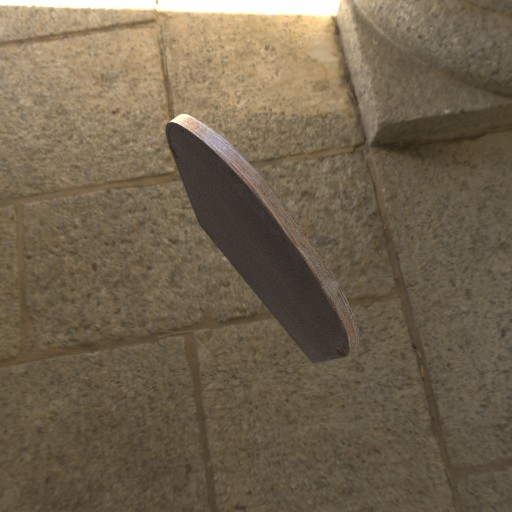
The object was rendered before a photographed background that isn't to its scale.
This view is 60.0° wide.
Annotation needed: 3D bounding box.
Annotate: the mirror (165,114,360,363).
[{"bbox_3d":[0.000,0.000,1.172,0.032,0.920,0.660,-38,78,-9],"label":"mirror"}]
